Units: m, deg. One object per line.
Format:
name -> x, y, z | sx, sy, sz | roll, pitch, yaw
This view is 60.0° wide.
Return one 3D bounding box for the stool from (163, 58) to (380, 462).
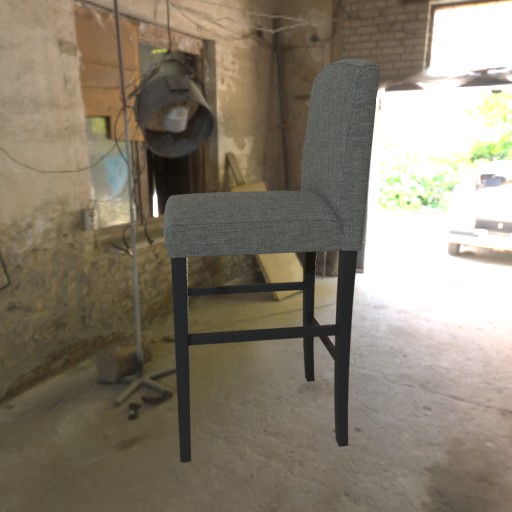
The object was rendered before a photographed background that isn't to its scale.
stool -> 0.000, 0.000, 1.385 | 0.552, 1.138, 0.451 | -2, 16, -8
